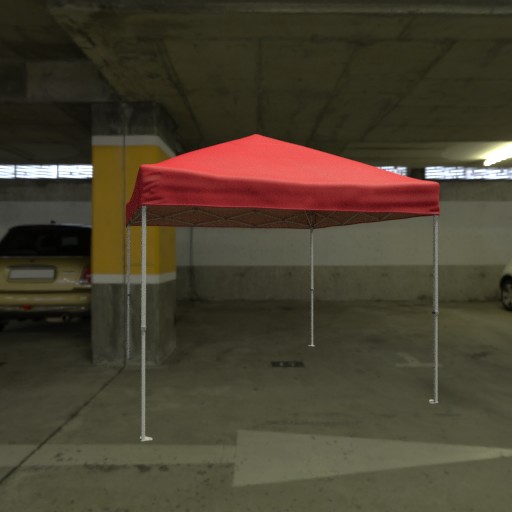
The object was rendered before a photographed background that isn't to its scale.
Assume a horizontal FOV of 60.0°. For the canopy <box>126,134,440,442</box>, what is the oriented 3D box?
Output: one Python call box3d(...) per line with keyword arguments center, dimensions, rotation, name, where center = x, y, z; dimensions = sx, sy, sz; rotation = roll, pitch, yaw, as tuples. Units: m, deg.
box3d(center=(0.000, 0.000, 5.474), dimensions=(2.996, 2.997, 2.998), rotation=(0, 1, -18), name="canopy")
